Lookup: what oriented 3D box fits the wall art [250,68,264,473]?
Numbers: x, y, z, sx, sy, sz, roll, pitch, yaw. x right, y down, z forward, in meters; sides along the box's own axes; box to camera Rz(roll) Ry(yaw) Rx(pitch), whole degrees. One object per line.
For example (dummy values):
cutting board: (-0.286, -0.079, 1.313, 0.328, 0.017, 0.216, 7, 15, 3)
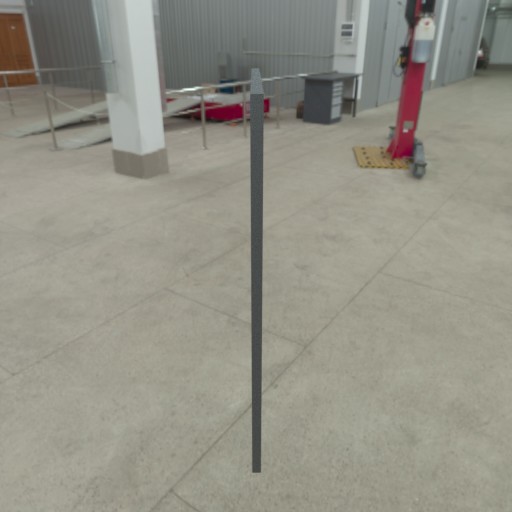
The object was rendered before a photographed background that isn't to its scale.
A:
wall art: (0.000, 0.000, 0.712, 0.013, 0.534, 0.380, 0, 26, 0)
